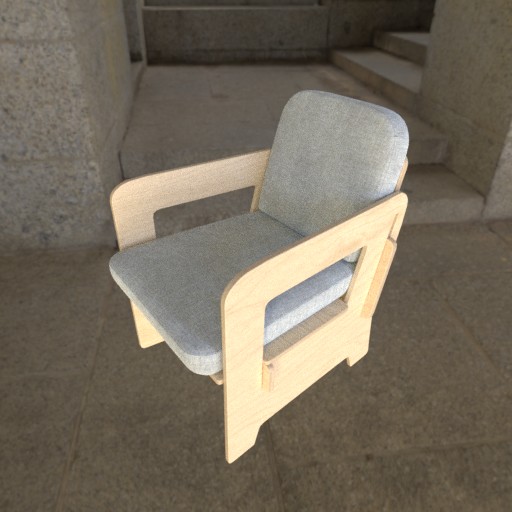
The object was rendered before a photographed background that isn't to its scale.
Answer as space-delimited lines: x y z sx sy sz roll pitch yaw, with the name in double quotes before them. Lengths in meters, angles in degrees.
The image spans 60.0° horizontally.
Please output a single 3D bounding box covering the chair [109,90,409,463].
"chair" 0.000 0.000 1.276 0.710 0.800 0.590 -22 39 -30
